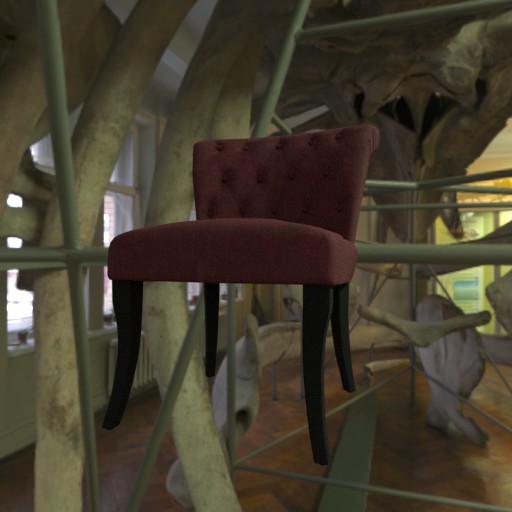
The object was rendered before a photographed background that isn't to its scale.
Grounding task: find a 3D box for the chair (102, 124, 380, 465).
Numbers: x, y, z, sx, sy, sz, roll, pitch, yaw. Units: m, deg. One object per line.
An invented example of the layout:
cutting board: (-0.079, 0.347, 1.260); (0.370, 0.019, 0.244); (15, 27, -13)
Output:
chair: (0.000, 0.000, 1.151); (0.582, 0.750, 0.605); (0, 0, 20)
